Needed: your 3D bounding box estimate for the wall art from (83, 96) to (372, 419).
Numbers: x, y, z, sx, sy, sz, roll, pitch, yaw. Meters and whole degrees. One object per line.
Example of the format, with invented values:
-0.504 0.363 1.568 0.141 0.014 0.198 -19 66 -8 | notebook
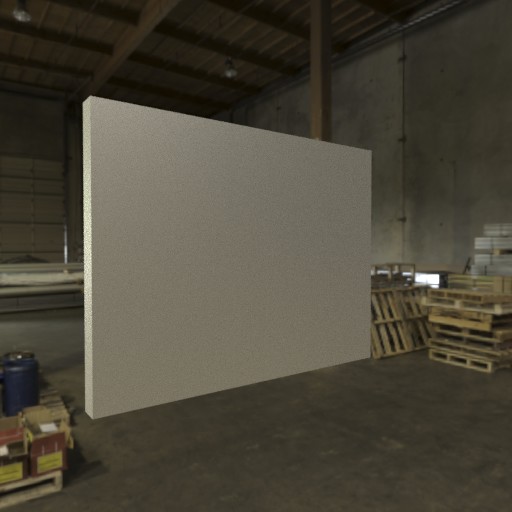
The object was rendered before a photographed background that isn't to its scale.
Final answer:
0.000 0.000 1.436 1.056 0.801 0.066 -1 1 -36 | wall art
